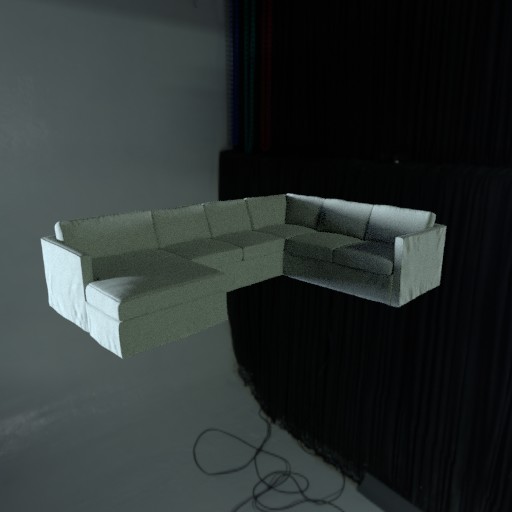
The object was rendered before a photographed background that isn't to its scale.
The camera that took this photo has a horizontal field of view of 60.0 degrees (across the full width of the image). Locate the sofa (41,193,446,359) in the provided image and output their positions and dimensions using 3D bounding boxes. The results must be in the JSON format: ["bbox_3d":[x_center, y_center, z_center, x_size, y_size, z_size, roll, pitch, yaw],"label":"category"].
[{"bbox_3d":[0.000,0.000,4.568,3.434,0.869,2.440,-14,21,-42],"label":"sofa"}]
